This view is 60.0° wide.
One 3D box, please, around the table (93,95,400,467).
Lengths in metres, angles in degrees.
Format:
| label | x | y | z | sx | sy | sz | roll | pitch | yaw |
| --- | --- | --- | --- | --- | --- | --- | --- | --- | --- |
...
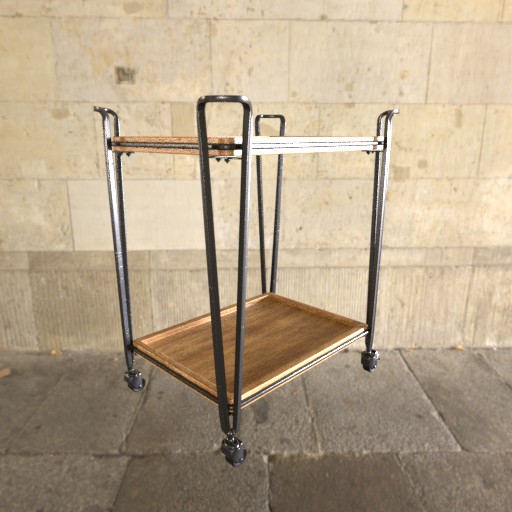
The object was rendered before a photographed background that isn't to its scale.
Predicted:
| label | x | y | z | sx | sy | sz | roll | pitch | yaw |
| --- | --- | --- | --- | --- | --- | --- | --- | --- | --- |
| table | 0.000 | 0.000 | 1.239 | 0.505 | 0.785 | 0.672 | 15 | 21 | 43 |
